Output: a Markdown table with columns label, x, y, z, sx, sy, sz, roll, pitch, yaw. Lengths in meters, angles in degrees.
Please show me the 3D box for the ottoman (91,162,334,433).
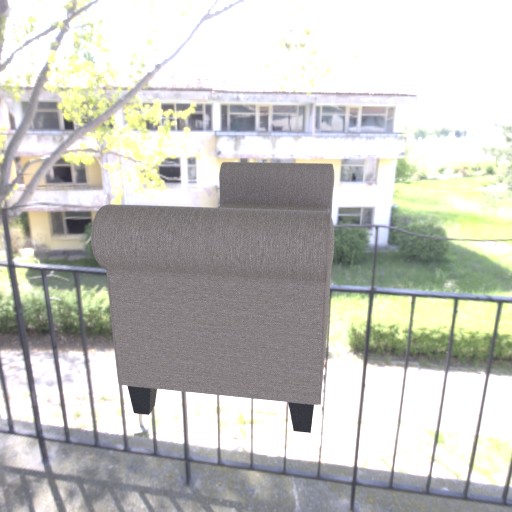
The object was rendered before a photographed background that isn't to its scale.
| label | x | y | z | sx | sy | sz | roll | pitch | yaw |
| --- | --- | --- | --- | --- | --- | --- | --- | --- | --- |
| ottoman | 0.000 | 0.000 | 1.555 | 0.521 | 0.547 | 1.256 | 3 | 17 | 9 |
